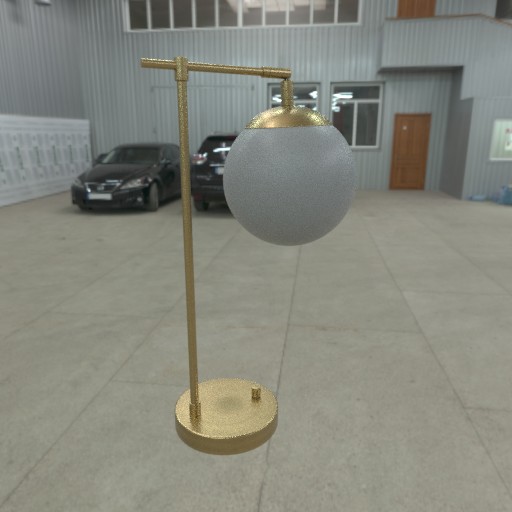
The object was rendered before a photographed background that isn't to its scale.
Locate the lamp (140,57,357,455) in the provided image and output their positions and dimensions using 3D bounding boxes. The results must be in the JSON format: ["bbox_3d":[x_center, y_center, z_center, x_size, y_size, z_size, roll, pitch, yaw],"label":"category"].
[{"bbox_3d":[0.000,0.000,0.696,0.324,0.559,0.207,-8,17,-27],"label":"lamp"}]
